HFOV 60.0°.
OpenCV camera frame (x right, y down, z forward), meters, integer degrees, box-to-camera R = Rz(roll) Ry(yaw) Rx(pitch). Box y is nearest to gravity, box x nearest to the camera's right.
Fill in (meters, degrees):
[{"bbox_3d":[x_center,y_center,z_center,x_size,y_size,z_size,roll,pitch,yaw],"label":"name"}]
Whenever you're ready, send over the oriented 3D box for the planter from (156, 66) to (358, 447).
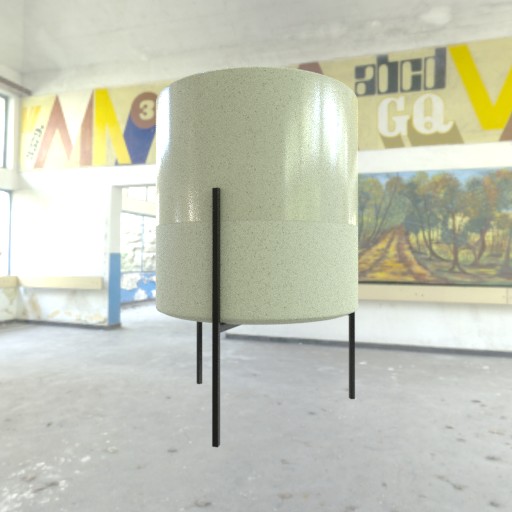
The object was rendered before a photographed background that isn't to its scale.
[{"bbox_3d":[0.000,0.000,0.702,0.314,0.475,0.323,0,0,18],"label":"planter"}]
